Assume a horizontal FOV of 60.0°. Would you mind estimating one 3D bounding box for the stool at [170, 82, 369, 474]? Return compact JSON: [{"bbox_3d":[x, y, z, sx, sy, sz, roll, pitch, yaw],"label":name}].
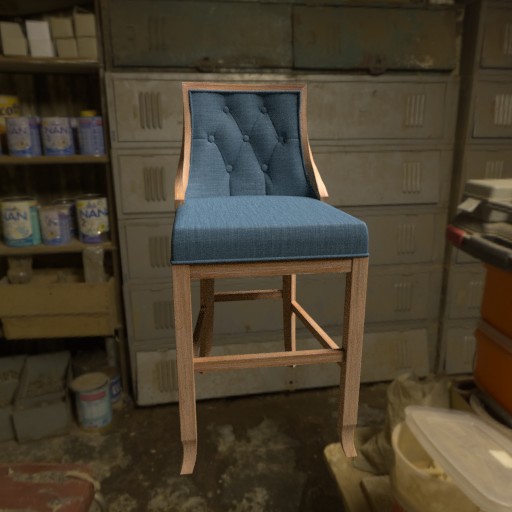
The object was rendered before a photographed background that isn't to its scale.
[{"bbox_3d":[0.000,0.000,1.442,0.524,1.101,0.626,-2,16,-8],"label":"stool"}]
